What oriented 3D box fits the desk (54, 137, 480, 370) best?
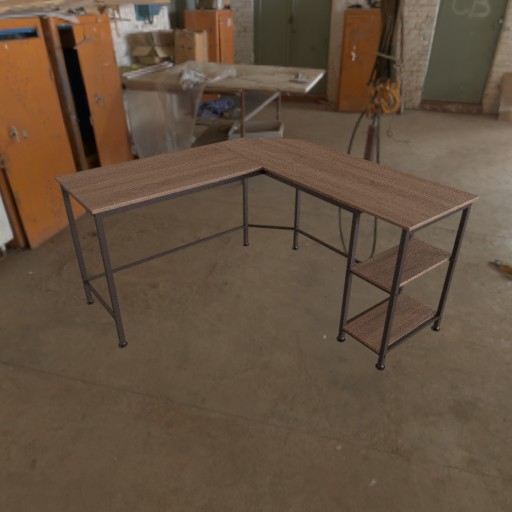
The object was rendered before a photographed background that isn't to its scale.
[{"bbox_3d":[0.000,0.000,2.208,1.379,0.739,1.379,-21,37,-32],"label":"desk"}]
